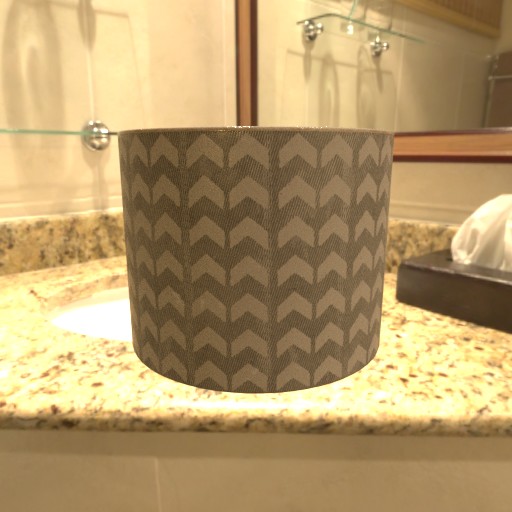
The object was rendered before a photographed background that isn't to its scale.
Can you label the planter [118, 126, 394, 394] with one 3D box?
[{"bbox_3d":[0.000,0.000,0.446,0.250,0.239,0.250,0,14,0],"label":"planter"}]
